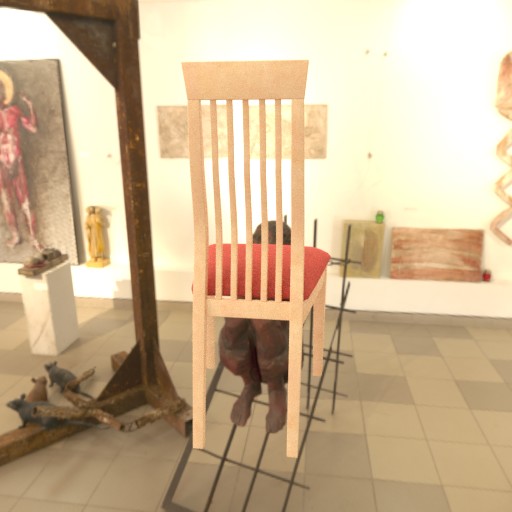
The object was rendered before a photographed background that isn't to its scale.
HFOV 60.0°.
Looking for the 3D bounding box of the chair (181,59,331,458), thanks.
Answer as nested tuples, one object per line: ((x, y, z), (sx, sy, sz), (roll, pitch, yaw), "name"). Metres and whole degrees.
((0.000, 0.000, 1.326), (0.460, 1.027, 0.474), (2, 17, 7), "chair")
